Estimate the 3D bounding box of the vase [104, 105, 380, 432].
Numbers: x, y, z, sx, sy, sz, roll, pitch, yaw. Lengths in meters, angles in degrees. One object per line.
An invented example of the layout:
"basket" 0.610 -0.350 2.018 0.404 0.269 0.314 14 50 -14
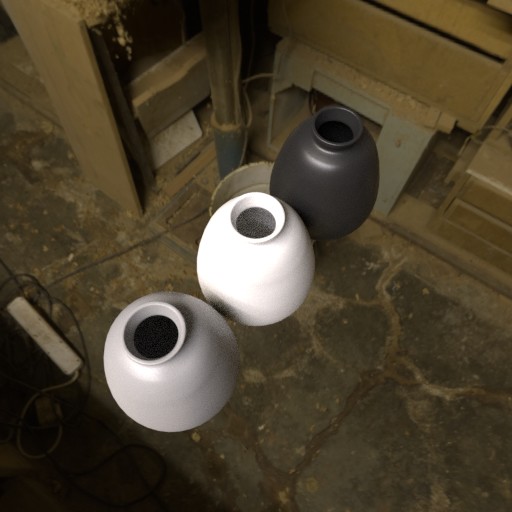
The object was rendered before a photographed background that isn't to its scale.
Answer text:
"vase" 0.000 0.000 0.351 0.097 0.122 0.297 35 69 15
